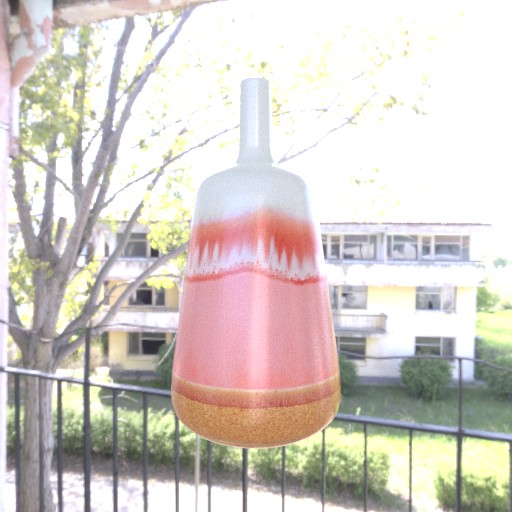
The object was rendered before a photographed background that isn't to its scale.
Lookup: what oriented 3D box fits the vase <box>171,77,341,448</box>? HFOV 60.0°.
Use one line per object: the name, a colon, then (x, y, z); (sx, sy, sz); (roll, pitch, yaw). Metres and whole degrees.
vase: (0.000, 0.000, 0.383); (0.144, 0.296, 0.144); (0, 1, 0)
